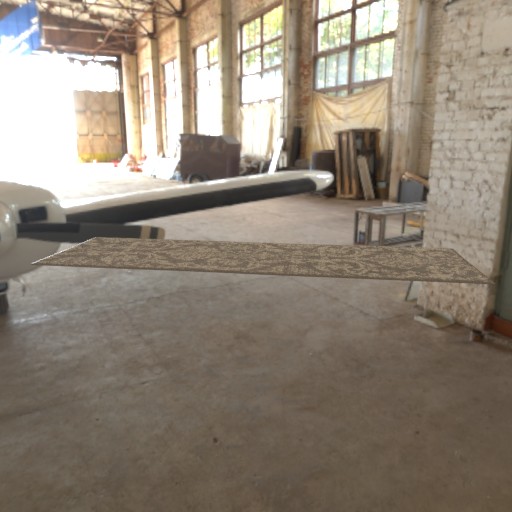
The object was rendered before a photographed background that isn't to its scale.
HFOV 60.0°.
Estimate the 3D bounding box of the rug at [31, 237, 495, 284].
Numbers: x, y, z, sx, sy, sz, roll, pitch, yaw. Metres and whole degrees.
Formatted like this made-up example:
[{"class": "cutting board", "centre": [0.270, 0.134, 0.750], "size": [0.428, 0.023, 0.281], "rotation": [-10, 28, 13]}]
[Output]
[{"class": "rug", "centre": [0.000, 0.000, 2.391], "size": [2.196, 0.011, 0.662], "rotation": [2, 14, 8]}]
